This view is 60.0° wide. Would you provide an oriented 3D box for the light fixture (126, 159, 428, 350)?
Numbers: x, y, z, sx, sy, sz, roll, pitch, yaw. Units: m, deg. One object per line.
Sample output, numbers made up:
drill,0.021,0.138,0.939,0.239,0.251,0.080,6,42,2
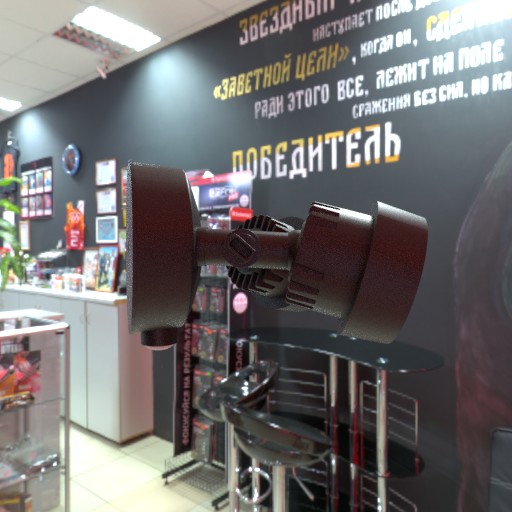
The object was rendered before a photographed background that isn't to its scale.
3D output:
light fixture,0.000,0.000,0.304,0.168,0.120,0.213,0,1,-18
